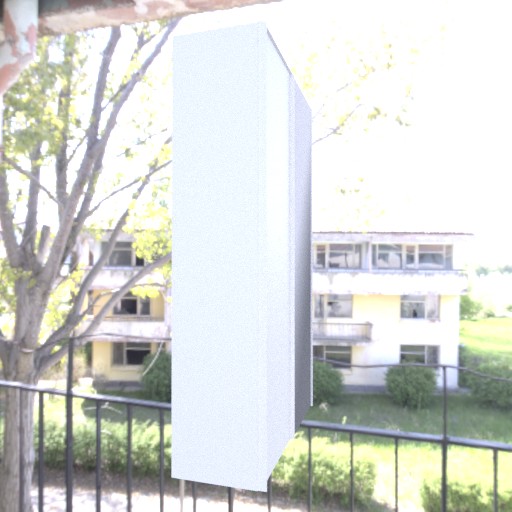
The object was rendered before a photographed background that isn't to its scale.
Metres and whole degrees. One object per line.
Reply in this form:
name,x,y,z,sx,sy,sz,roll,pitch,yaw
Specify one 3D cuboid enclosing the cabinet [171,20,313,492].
cabinet,0.000,0.000,2.688,0.480,2.160,1.250,0,0,17
